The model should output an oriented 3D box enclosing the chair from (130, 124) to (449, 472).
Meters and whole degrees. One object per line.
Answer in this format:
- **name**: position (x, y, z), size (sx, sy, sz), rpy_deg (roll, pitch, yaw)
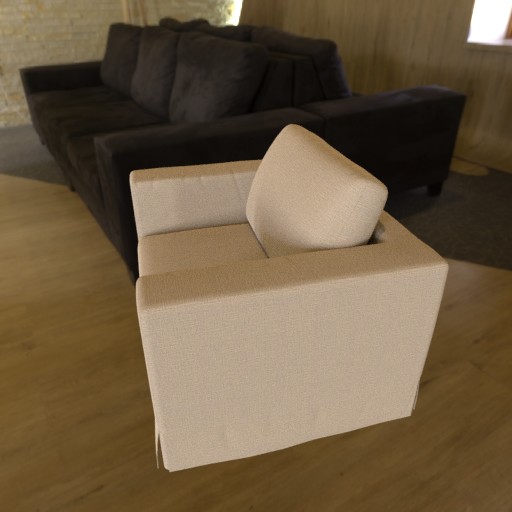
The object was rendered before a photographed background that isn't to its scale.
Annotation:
- **chair**: position (0.000, 0.000, 1.802), size (0.957, 0.878, 1.150), rpy_deg (-8, 31, -13)
